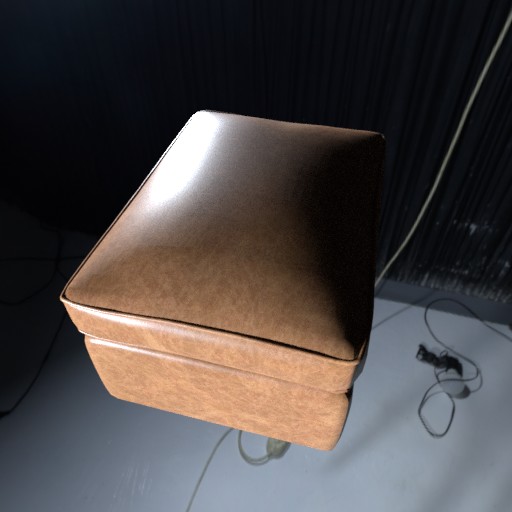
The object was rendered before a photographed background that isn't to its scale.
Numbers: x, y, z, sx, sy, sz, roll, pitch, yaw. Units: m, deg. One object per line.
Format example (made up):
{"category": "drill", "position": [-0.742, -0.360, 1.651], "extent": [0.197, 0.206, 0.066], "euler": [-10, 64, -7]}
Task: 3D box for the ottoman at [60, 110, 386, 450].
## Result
{"category": "ottoman", "position": [0.000, 0.000, 1.116], "extent": [0.554, 0.468, 0.756], "euler": [10, 45, 10]}
